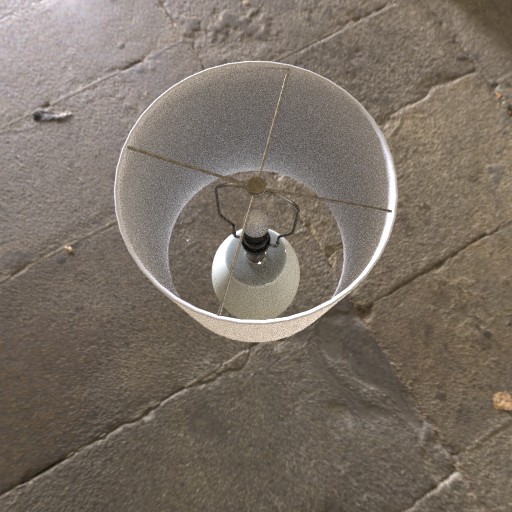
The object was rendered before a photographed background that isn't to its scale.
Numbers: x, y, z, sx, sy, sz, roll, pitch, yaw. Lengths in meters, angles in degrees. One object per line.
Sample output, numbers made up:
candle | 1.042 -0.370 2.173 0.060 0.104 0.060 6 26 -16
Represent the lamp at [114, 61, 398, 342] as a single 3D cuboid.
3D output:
lamp | 0.000 0.000 0.558 0.217 0.453 0.217 14 76 4
